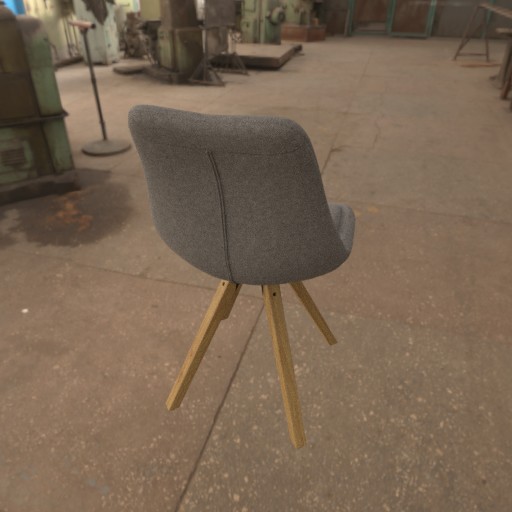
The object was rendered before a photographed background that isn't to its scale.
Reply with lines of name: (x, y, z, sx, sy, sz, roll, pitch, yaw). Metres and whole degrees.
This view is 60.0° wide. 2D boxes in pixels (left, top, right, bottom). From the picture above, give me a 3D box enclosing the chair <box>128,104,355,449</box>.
chair: (0.000, 0.000, 1.160, 0.483, 0.865, 0.550, 10, 34, 16)
